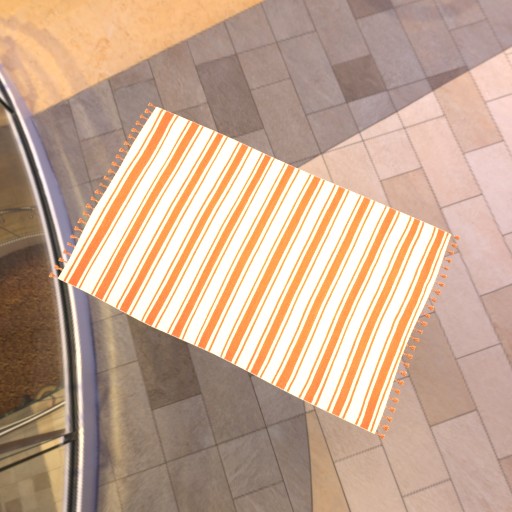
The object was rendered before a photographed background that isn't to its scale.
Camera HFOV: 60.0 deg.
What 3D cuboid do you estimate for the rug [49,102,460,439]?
[{"bbox_3d":[0.000,0.000,2.573,2.092,0.017,1.232,25,78,6],"label":"rug"}]
